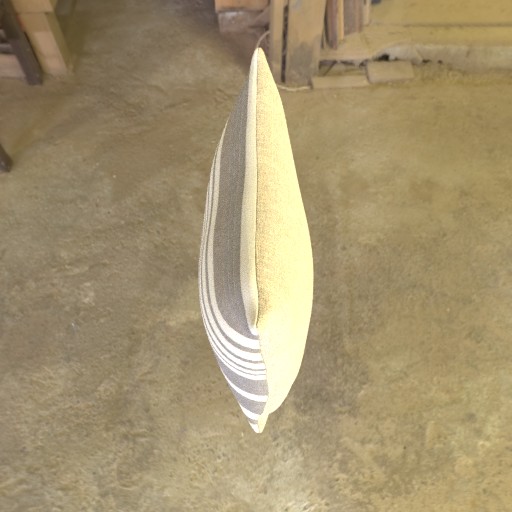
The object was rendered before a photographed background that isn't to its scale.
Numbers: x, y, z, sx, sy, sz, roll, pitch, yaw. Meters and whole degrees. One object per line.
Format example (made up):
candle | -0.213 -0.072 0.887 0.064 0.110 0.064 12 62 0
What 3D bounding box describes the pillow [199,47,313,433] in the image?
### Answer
pillow | 0.000 0.000 0.691 0.182 0.440 0.439 1 57 0
